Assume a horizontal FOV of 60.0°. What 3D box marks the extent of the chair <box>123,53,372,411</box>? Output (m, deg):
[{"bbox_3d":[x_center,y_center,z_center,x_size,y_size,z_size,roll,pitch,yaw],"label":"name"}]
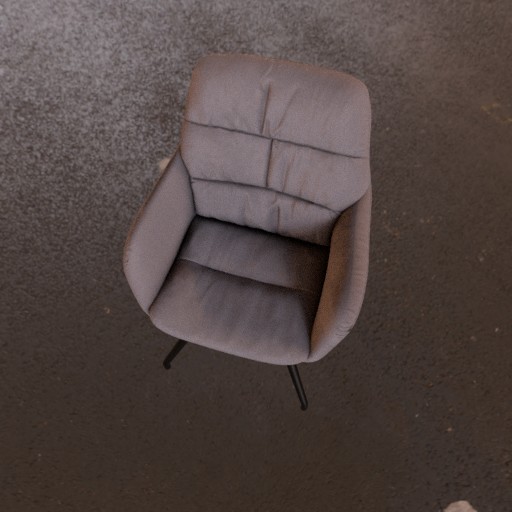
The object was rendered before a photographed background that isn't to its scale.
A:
[{"bbox_3d":[0.000,0.000,1.228,0.579,0.888,0.569,14,60,8],"label":"chair"}]
